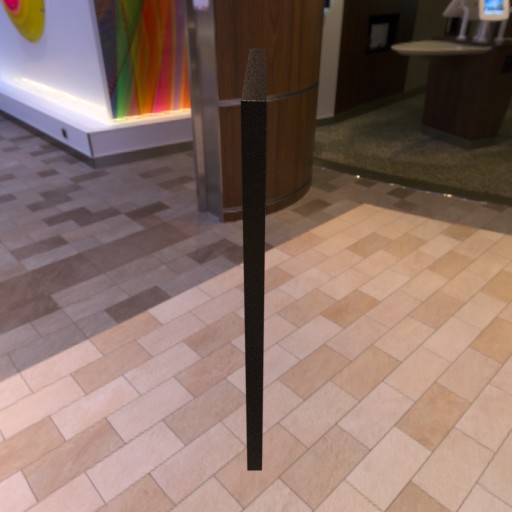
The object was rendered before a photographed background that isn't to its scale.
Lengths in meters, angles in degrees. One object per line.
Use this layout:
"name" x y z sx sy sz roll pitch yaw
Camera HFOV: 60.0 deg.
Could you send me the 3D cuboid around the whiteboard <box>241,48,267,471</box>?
"whiteboard" 0.000 0.000 0.768 0.026 0.611 0.406 0 32 1
